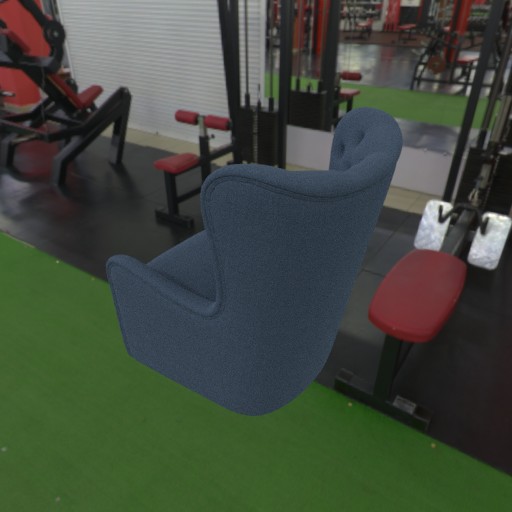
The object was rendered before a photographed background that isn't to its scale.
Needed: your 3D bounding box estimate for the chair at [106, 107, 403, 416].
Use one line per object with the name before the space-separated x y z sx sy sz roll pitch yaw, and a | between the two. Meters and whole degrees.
chair | 0.000 0.000 1.770 0.930 1.079 0.831 21 37 30
